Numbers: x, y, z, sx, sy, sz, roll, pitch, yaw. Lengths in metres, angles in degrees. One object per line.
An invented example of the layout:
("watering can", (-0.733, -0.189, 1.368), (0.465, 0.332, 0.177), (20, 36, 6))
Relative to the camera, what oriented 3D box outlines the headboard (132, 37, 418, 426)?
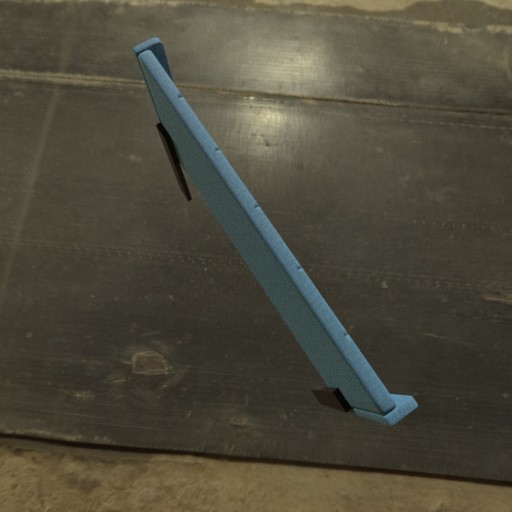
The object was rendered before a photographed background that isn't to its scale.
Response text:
("headboard", (0.000, 0.000, 2.649), (0.184, 1.524, 2.051), (-32, 77, -9))
